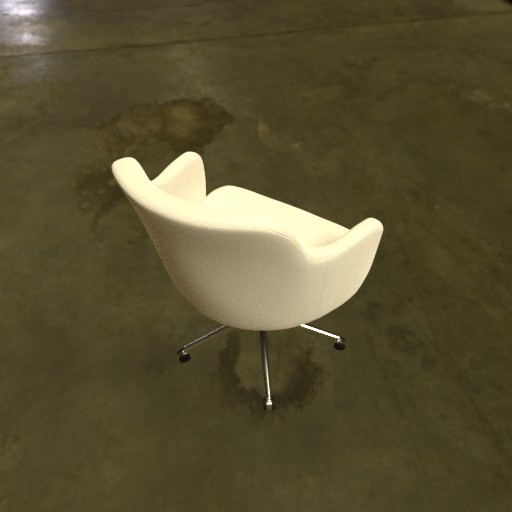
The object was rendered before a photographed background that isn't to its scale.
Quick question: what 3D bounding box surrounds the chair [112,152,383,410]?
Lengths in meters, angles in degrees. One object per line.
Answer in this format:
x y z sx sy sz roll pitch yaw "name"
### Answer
0.000 0.000 1.253 0.602 0.819 0.647 24 51 21 "chair"
